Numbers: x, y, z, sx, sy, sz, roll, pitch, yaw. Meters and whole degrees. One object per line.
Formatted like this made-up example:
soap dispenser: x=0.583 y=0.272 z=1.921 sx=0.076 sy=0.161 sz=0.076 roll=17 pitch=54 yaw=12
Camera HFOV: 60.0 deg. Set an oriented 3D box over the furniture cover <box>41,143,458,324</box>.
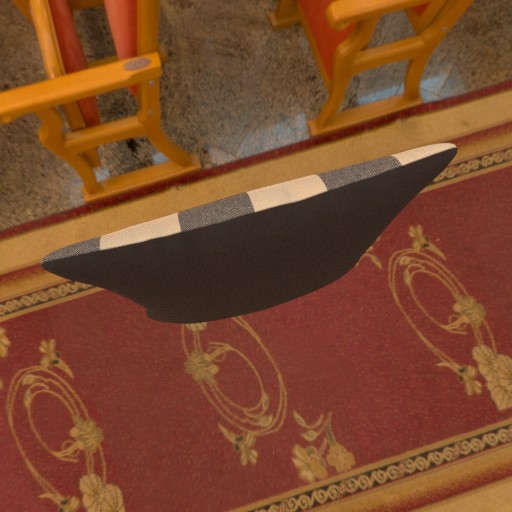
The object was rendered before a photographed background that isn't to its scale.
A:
furniture cover: x=0.000 y=0.000 z=0.763 sx=0.511 sy=0.509 sz=0.161 roll=-16 pitch=77 yaw=-4
